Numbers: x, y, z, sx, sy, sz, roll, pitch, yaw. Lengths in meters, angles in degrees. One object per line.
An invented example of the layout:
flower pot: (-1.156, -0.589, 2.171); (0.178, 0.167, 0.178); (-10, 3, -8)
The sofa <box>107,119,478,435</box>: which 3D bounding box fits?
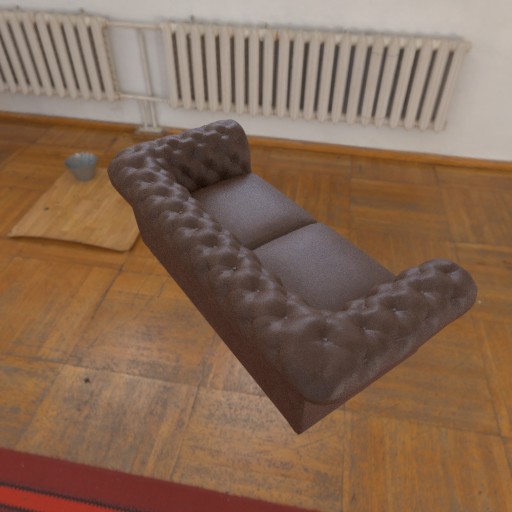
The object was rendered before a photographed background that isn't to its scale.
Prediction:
sofa: (0.000, 0.000, 2.500); (0.955, 0.784, 2.048); (-25, 47, -26)
